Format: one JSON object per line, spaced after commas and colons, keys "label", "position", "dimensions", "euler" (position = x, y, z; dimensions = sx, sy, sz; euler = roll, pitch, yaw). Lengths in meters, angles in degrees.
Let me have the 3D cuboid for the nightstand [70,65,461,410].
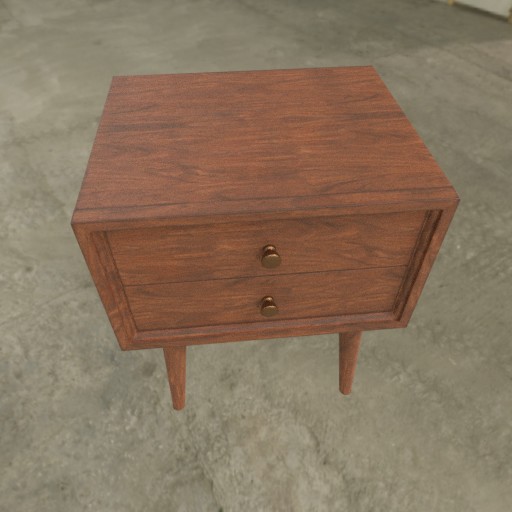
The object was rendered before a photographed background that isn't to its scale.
{"label": "nightstand", "position": [0.000, 0.000, 0.949], "dimensions": [0.521, 0.607, 0.445], "euler": [-4, 46, -4]}
